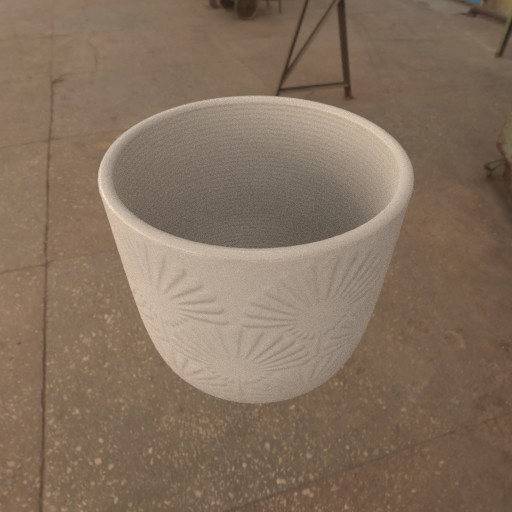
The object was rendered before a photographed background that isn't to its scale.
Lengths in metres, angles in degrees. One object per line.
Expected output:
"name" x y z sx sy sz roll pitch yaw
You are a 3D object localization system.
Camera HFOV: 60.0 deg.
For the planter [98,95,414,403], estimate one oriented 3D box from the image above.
"planter" 0.000 0.000 0.215 0.124 0.109 0.124 0 42 0
